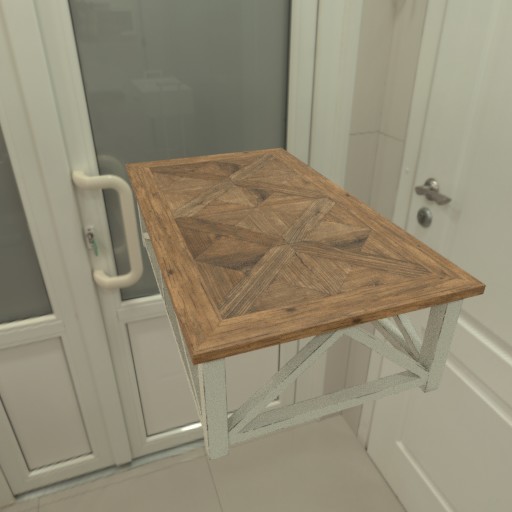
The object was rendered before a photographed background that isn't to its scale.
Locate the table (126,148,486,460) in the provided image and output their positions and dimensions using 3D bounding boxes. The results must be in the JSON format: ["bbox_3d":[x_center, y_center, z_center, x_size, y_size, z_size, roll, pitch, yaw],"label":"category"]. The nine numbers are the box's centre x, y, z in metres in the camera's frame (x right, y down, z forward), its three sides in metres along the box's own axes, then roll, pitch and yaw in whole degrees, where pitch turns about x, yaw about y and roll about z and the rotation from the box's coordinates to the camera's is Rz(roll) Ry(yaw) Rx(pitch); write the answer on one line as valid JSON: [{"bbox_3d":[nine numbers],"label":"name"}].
[{"bbox_3d":[0.000,0.000,1.738,0.800,0.410,1.400,-10,31,-17],"label":"table"}]
